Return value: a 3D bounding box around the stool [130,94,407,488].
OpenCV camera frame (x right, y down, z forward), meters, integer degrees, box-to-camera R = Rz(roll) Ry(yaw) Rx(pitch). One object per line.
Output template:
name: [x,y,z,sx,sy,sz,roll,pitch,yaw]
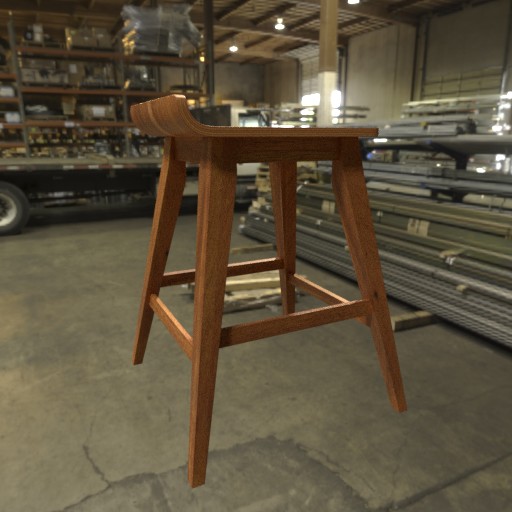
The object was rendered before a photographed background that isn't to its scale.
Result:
stool: [0.000,0.000,1.004,0.500,0.650,0.500,-8,17,-26]
